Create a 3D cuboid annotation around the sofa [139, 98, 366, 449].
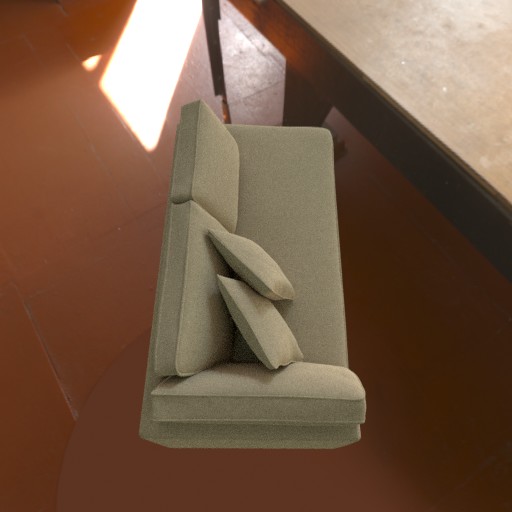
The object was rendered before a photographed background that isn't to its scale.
[{"bbox_3d":[0.000,0.000,2.852,1.110,1.033,2.237,1,63,0],"label":"sofa"}]
